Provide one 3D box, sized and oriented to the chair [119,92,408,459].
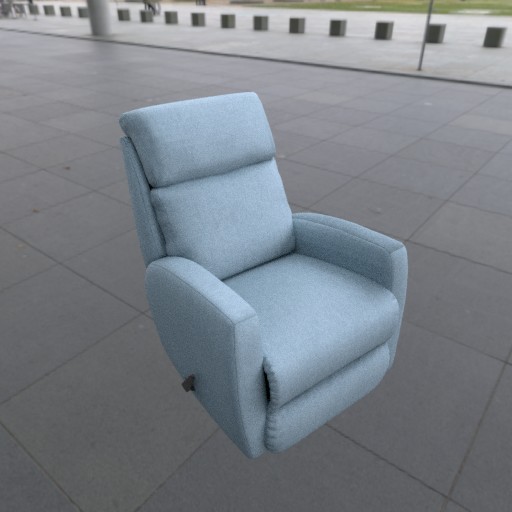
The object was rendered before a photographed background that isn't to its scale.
[{"bbox_3d":[0.000,0.000,1.671,0.812,1.013,0.940,-21,37,-31],"label":"chair"}]
